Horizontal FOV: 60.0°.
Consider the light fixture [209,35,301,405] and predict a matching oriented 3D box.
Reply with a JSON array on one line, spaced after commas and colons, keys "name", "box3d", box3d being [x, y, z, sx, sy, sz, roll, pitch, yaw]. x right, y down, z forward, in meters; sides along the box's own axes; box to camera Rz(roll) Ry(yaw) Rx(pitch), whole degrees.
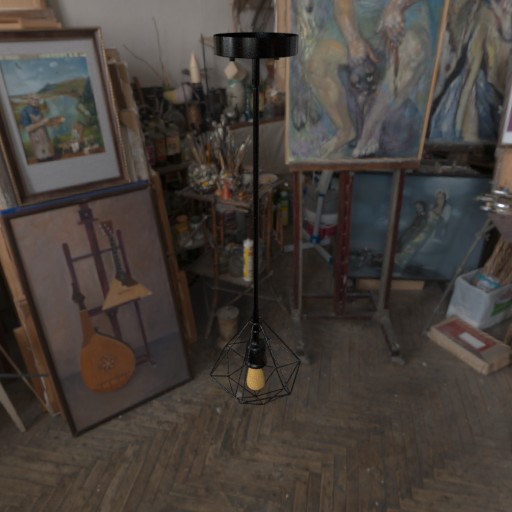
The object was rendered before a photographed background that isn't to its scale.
[{"name": "light fixture", "box3d": [0.000, 0.000, 1.972, 0.431, 1.764, 0.487, 9, 31, 15]}]
